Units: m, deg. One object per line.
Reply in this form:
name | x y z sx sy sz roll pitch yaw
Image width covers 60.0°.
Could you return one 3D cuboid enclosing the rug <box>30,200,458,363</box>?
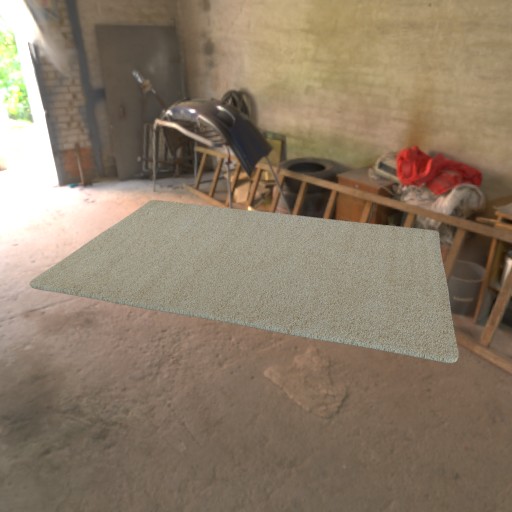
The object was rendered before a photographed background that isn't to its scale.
rug | 0.000 0.000 2.919 2.349 0.026 1.500 8 28 15
